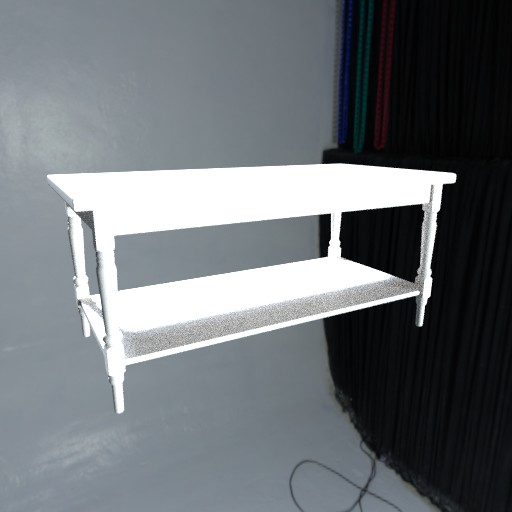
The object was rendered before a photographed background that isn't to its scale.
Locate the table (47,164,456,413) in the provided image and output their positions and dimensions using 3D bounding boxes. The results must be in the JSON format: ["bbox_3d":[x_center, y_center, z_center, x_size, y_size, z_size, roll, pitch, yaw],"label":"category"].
[{"bbox_3d":[0.000,0.000,1.403,1.107,0.510,0.550,-8,17,-28],"label":"table"}]
